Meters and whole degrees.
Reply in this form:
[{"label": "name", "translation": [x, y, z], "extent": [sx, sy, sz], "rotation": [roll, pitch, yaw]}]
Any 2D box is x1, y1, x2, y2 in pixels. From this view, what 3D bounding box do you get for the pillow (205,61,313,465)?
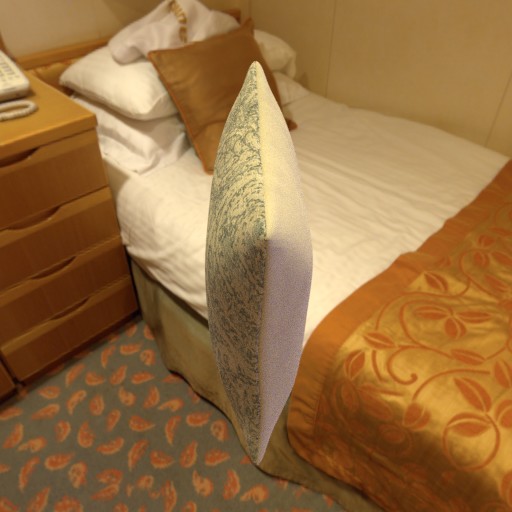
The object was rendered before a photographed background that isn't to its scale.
[{"label": "pillow", "translation": [0.000, 0.000, 0.789], "extent": [0.166, 0.510, 0.523], "rotation": [-1, 41, -1]}]
